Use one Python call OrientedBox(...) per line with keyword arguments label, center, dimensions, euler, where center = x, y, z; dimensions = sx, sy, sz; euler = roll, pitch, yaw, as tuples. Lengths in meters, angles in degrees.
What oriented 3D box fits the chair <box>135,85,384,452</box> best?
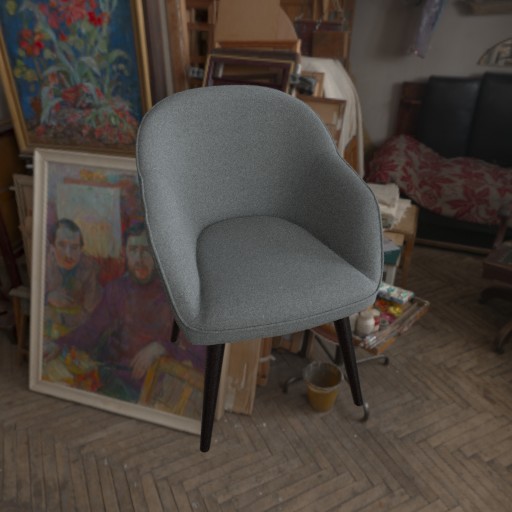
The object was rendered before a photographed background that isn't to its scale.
OrientedBox(label="chair", center=(0.000, 0.000, 1.237), dimensions=(0.589, 0.810, 0.611), euler=(-10, 31, -17))
